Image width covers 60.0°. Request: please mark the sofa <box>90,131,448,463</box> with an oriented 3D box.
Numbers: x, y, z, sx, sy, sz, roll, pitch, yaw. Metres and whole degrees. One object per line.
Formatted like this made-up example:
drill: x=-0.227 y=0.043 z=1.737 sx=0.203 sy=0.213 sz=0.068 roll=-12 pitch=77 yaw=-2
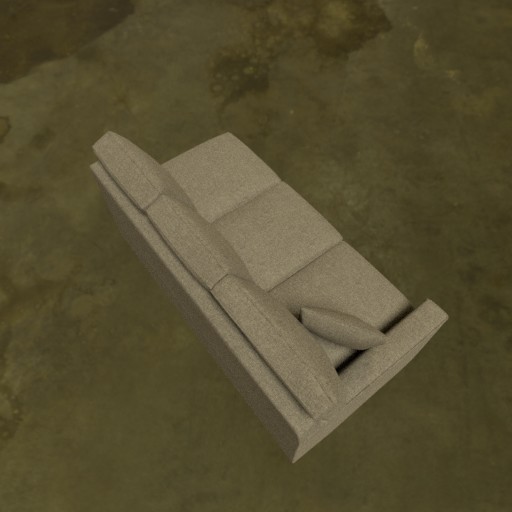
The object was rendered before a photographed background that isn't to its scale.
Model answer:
sofa: x=0.000 y=0.000 z=2.638 sx=1.034 sy=0.946 sz=1.963 roll=-33 pitch=63 yaw=-19
